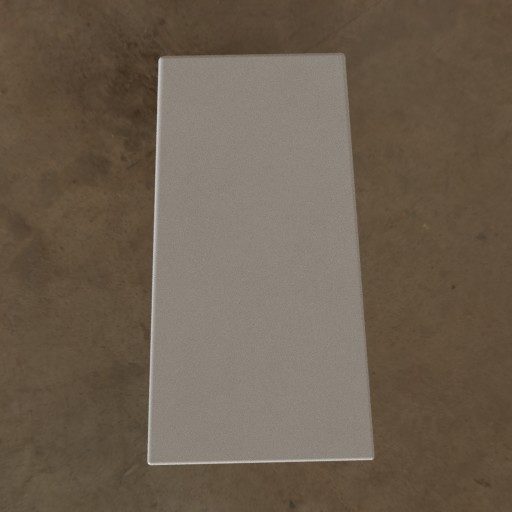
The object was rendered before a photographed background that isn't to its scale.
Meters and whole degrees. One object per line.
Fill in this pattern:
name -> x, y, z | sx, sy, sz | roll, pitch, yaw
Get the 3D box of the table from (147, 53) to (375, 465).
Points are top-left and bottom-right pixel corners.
table -> 0.000, 0.000, 1.471 | 0.580, 0.487, 1.171 | -1, 77, 0
